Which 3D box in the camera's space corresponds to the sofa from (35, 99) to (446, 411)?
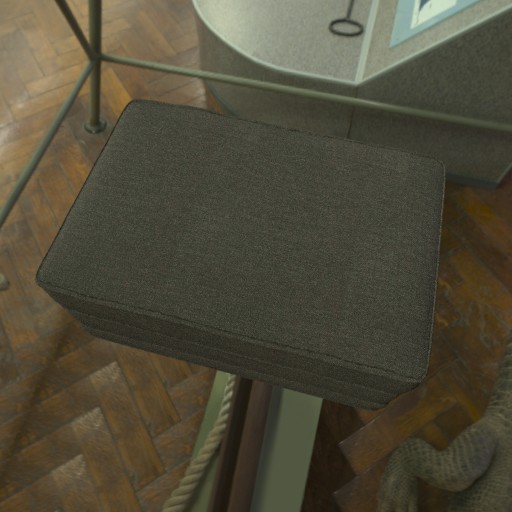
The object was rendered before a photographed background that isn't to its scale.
[{"bbox_3d":[0.000,0.000,1.196,0.854,0.457,0.578,13,64,7],"label":"sofa"}]
